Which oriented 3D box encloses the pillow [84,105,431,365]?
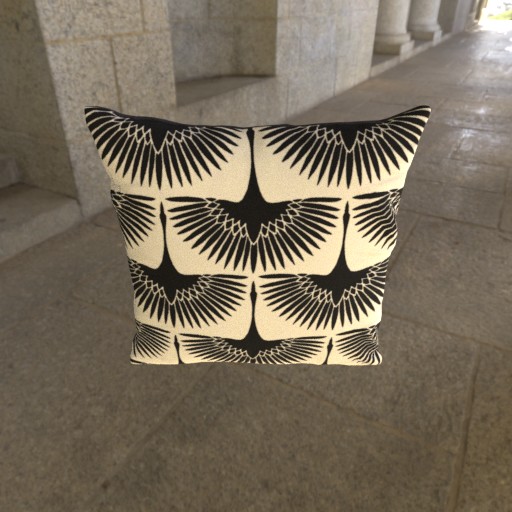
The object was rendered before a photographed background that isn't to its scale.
[{"bbox_3d":[0.000,0.000,0.656,0.432,0.432,0.139,0,31,0],"label":"pillow"}]
